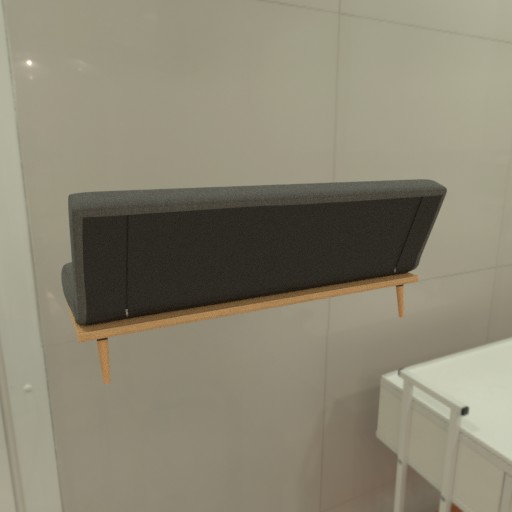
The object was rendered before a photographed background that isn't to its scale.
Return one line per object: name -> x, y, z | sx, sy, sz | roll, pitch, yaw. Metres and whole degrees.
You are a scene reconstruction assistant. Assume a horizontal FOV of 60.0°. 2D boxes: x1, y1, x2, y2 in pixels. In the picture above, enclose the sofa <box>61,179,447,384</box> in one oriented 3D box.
sofa -> 0.000, 0.000, 2.281 | 1.820, 0.770, 0.820 | -7, 15, -27
